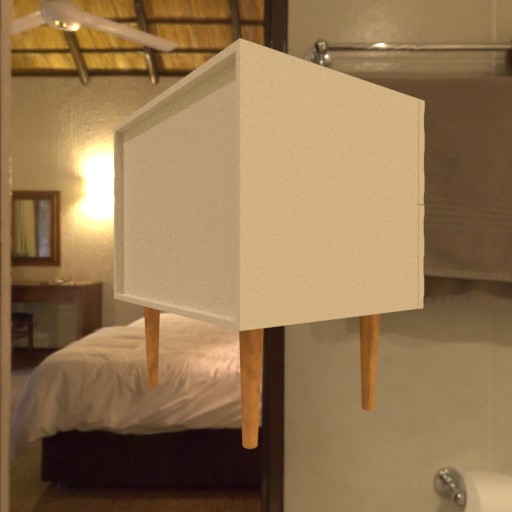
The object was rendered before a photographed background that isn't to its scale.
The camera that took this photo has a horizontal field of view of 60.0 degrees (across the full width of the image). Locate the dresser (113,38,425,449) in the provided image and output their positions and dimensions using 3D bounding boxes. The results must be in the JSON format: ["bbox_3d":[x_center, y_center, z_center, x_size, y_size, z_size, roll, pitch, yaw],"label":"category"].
[{"bbox_3d":[0.000,0.000,0.899,0.414,0.568,0.503,0,1,-36],"label":"dresser"}]
